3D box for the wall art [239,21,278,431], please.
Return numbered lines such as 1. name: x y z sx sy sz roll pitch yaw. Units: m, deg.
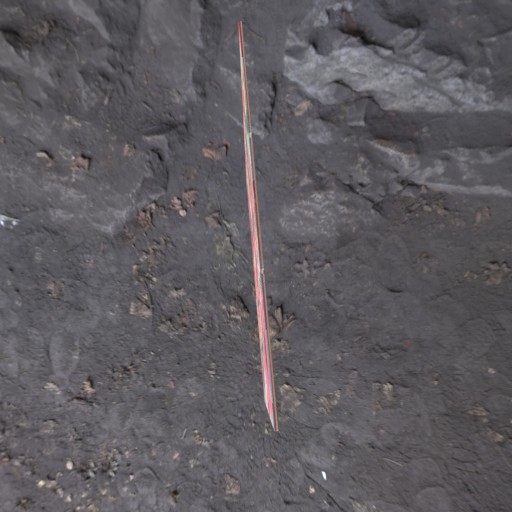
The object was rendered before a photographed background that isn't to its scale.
1. wall art: 0.000 0.000 2.288 0.013 1.519 1.521 -5 75 -1
